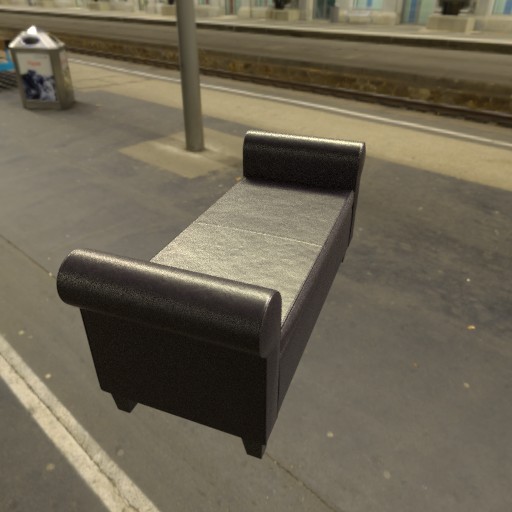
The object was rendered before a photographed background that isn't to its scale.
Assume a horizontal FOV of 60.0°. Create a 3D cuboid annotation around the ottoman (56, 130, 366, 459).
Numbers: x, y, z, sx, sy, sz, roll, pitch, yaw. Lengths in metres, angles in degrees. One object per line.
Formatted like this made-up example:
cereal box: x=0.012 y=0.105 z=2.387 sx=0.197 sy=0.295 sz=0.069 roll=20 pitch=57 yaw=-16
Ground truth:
ottoman: x=0.000 y=0.000 z=1.552 sx=0.521 sy=0.547 sz=1.256 roll=11 pitch=33 yaw=18
